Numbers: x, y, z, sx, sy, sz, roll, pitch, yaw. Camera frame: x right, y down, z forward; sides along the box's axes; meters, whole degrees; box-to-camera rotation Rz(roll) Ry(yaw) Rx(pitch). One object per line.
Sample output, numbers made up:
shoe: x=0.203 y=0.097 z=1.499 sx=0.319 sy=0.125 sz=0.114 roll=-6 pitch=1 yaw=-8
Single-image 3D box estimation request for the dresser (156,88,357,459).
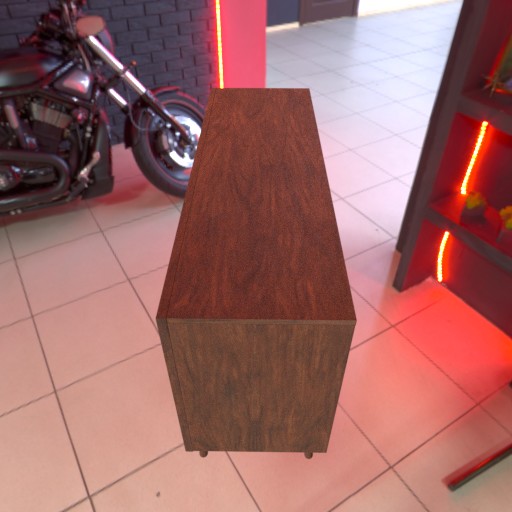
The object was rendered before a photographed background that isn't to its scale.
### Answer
dresser: x=0.000 y=0.000 z=1.902 sx=0.500 sy=0.889 sz=1.472 roll=1 pitch=41 yaw=1
